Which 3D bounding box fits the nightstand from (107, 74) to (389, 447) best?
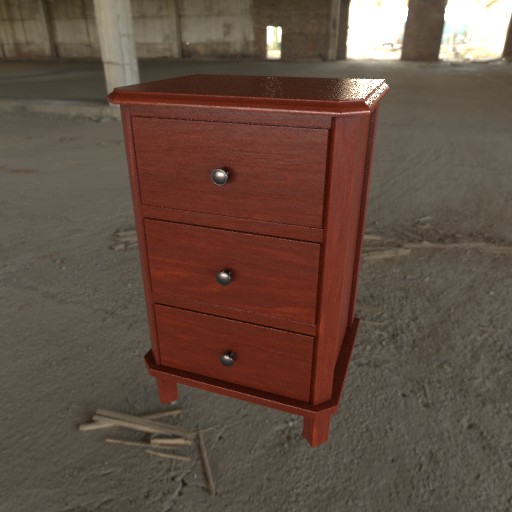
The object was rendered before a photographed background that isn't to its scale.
[{"bbox_3d":[0.000,0.000,0.940,0.435,0.681,0.351,9,28,18],"label":"nightstand"}]
